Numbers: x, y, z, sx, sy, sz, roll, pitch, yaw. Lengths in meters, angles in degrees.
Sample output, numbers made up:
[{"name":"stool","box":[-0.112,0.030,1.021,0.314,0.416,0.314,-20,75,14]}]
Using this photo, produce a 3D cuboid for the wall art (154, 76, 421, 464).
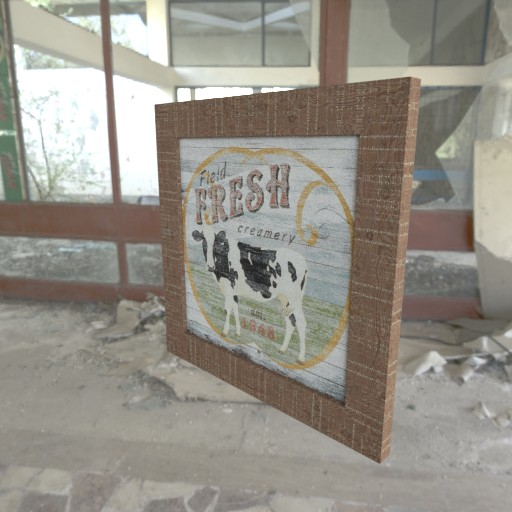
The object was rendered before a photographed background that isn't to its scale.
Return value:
[{"name":"wall art","box":[0.000,0.000,0.772,0.531,0.531,0.029,13,19,42]}]
